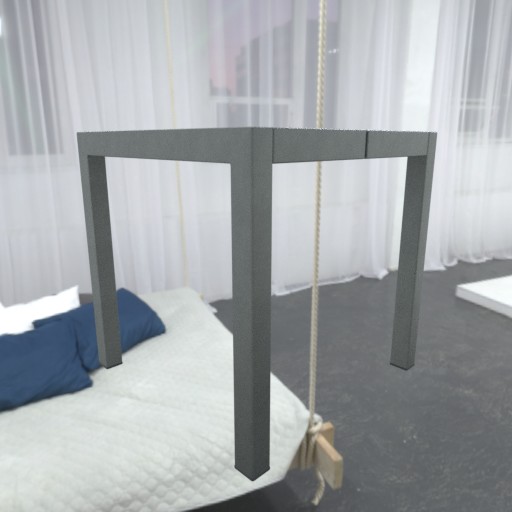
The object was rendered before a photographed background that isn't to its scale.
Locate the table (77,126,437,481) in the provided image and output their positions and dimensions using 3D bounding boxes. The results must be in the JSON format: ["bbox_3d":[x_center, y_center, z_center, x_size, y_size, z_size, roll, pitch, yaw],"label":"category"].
[{"bbox_3d":[0.000,0.000,0.941,0.508,0.508,0.508,-14,20,-42],"label":"table"}]
